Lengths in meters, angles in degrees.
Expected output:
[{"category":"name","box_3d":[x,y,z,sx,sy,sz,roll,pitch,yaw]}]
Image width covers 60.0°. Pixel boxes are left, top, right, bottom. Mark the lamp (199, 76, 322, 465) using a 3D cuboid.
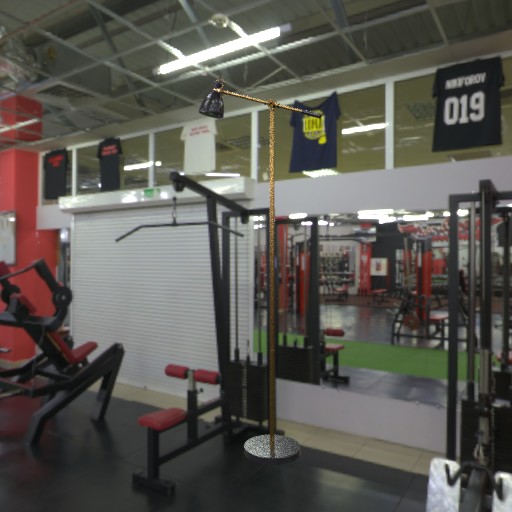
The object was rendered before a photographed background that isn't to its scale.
[{"category":"lamp","box_3d":[0.000,0.000,1.894,0.618,1.628,0.235,0,-1,35]}]
